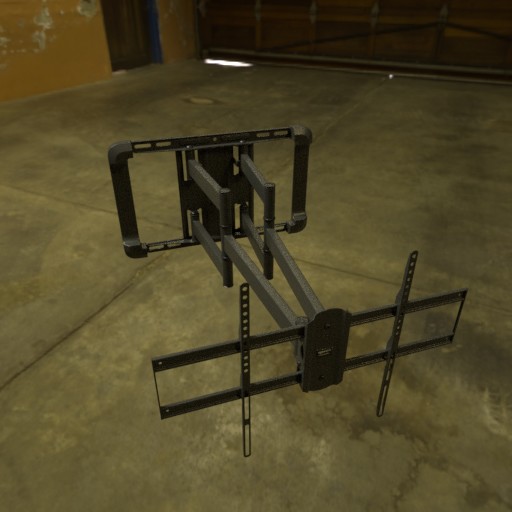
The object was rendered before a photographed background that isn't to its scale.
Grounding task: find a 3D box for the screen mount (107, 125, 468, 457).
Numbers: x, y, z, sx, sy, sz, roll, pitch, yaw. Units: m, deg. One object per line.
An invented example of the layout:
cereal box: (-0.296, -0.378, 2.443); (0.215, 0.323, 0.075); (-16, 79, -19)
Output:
screen mount: (0.000, 0.000, 1.290); (0.725, 0.483, 0.905); (-10, 32, -16)
